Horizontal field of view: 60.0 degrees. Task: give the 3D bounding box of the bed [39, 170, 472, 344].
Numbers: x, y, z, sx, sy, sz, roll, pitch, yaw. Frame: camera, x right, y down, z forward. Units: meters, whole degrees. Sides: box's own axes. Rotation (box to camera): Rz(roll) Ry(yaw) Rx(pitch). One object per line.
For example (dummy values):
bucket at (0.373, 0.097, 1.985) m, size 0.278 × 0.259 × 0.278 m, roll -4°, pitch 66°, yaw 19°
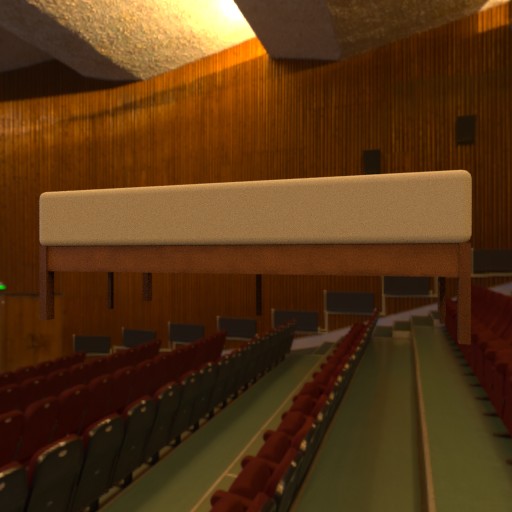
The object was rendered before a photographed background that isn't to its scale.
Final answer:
bed at (0.000, 0.000, 2.302) m, size 1.902 × 0.616 × 0.961 m, roll 0°, pitch 0°, yaw 18°
